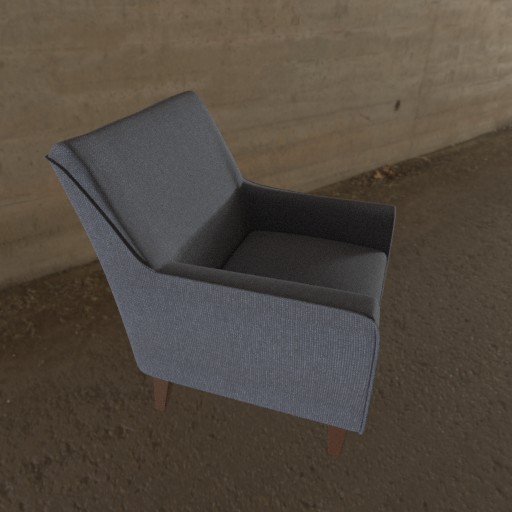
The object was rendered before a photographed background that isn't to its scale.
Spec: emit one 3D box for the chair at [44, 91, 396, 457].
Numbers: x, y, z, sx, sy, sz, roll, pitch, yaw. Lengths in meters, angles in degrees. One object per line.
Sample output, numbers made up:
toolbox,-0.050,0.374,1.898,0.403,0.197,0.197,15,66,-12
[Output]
chair,0.000,0.000,1.536,0.899,0.919,0.780,10,32,16
